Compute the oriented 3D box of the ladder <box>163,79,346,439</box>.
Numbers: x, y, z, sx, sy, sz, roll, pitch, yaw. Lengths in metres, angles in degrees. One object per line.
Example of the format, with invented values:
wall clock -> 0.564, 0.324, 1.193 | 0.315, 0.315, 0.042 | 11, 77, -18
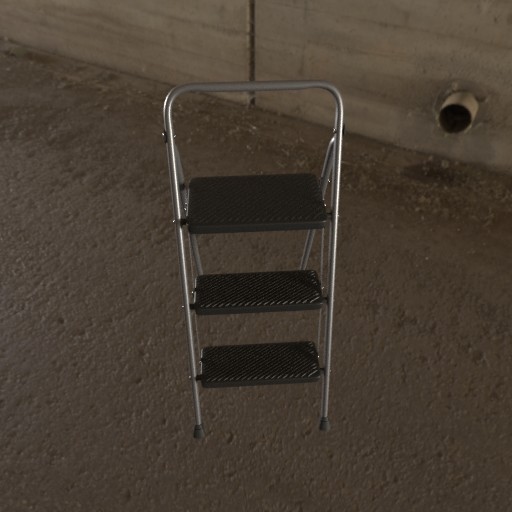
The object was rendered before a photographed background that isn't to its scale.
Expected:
ladder -> 0.000, 0.000, 1.261 | 0.430, 0.945, 0.629 | -3, 45, -3
